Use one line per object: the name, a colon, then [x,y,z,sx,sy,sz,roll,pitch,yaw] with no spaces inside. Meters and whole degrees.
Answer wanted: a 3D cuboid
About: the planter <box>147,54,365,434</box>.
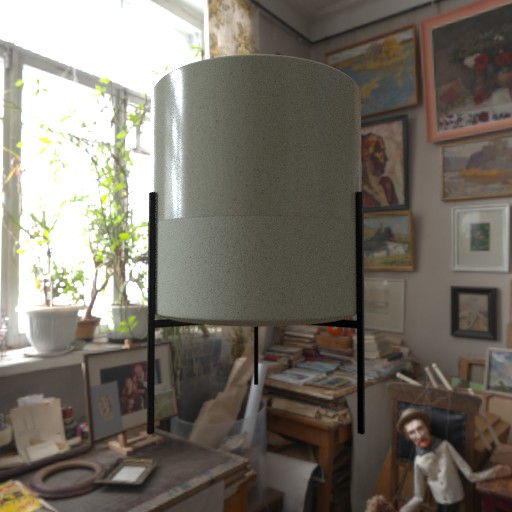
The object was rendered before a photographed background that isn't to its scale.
planter: [0.000,0.000,0.680,0.314,0.475,0.323,0,-2,0]
